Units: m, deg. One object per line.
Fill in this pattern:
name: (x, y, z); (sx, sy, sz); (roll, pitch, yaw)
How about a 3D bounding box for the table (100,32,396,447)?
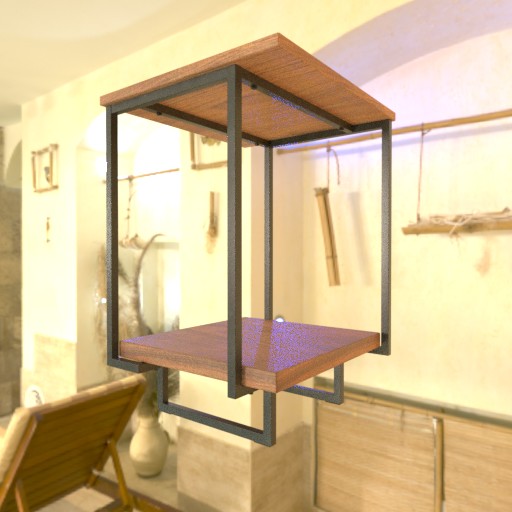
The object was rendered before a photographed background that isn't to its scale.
table: (0.000, 0.000, 0.835); (0.384, 0.567, 0.411); (1, 1, 37)
